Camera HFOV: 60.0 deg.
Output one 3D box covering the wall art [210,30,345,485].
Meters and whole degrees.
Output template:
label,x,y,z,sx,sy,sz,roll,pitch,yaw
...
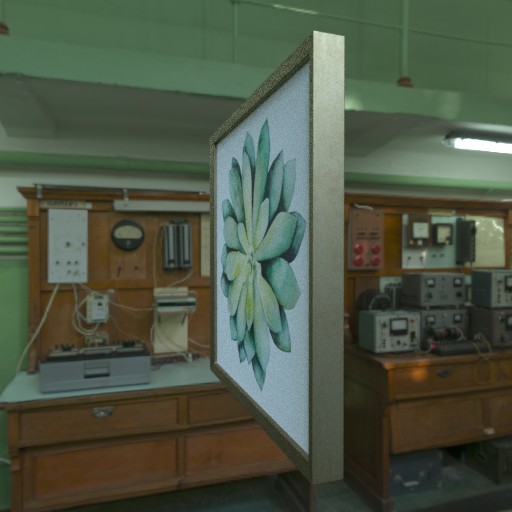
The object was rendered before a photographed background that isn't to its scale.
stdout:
label,x,y,z,sx,sy,sz,roll,pitch,yaw
wall art,0.000,0.000,0.736,0.040,0.506,0.503,0,1,-19
